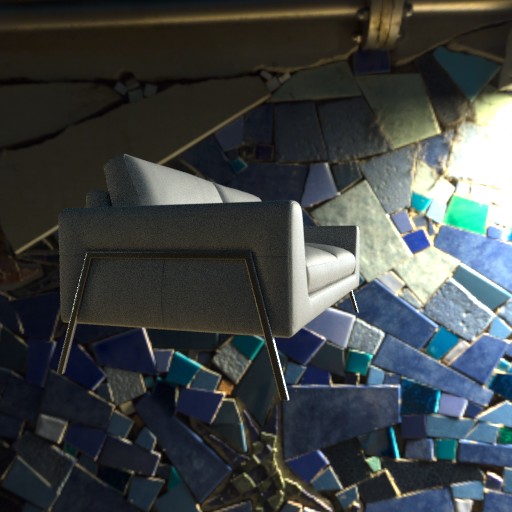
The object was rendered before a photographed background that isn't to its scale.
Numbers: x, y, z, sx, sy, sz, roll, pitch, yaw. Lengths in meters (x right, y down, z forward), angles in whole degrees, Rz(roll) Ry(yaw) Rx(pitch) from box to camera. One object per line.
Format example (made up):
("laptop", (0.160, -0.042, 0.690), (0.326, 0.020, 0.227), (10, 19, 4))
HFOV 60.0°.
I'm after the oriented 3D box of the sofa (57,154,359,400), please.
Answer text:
("sofa", (0.000, 0.000, 2.503), (0.953, 0.875, 2.017), (0, 1, 19))
